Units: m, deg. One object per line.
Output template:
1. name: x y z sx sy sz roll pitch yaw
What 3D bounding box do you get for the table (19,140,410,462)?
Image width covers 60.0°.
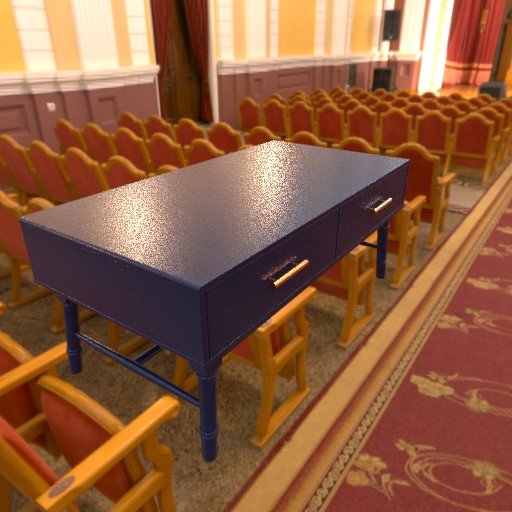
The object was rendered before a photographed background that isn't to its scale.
1. table: 0.000 0.000 1.351 0.572 0.457 1.067 17 31 31
